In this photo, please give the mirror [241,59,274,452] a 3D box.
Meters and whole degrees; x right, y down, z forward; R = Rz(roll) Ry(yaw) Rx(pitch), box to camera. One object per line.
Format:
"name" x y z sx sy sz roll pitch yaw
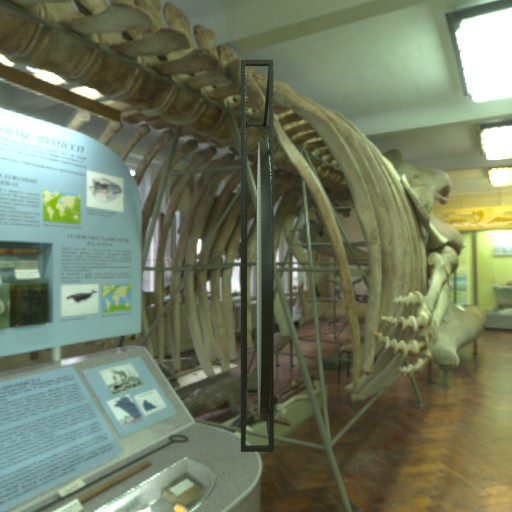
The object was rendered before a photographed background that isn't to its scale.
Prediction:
"mirror" 0.000 0.000 0.839 0.051 0.603 0.508 0 -1 -1
